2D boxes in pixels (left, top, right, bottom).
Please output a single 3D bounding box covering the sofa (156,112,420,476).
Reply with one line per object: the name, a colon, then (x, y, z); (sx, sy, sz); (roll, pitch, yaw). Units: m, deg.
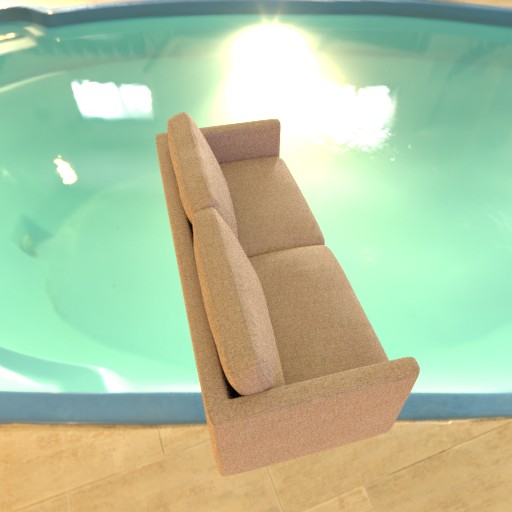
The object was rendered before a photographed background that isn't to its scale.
sofa: (0.000, 0.000, 2.721); (0.951, 0.965, 2.208); (-11, 47, -10)
